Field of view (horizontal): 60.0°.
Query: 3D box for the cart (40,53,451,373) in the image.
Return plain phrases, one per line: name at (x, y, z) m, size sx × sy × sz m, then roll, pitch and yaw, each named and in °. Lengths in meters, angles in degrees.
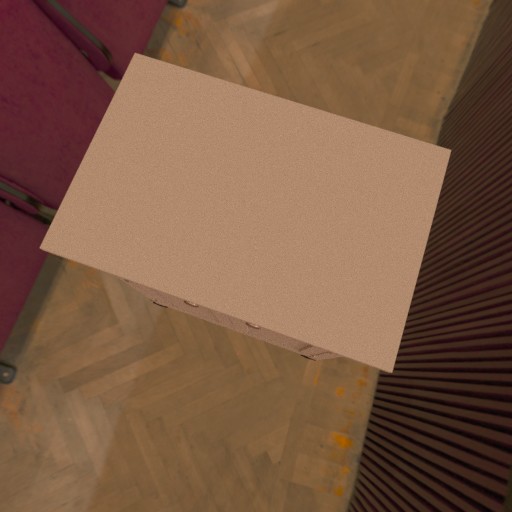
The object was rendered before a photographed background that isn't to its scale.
cart at (0.000, 0.000, 1.251) m, size 0.683 × 0.864 × 0.442 m, roll 19°, pitch 76°, yaw 5°
